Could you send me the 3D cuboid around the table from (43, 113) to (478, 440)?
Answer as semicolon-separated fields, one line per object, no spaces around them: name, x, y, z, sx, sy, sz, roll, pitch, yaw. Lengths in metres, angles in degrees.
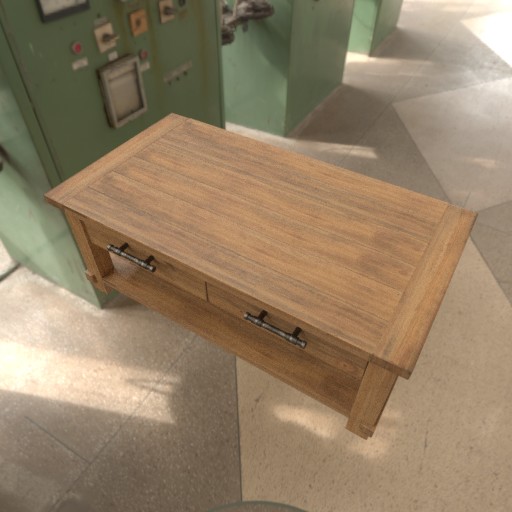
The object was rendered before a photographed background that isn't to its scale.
table;0.000;0.000;1.635;1.270;0.494;0.693;24;50;22
